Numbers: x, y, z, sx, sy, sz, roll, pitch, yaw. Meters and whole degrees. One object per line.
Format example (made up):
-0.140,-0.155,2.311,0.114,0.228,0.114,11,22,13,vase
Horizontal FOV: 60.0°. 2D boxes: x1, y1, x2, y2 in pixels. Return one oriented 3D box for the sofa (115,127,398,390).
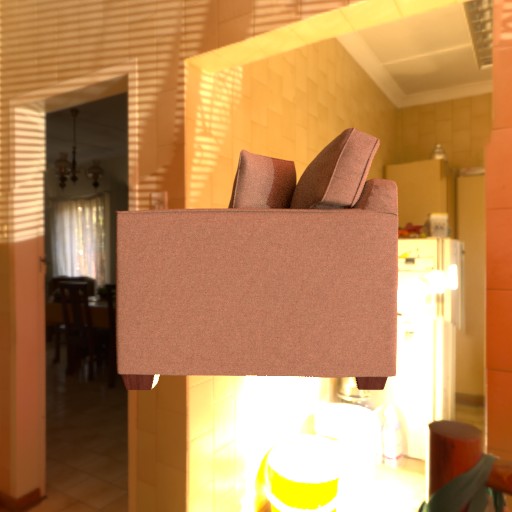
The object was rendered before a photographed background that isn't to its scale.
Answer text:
0.000,0.000,2.526,1.034,0.946,1.963,0,1,1,sofa
